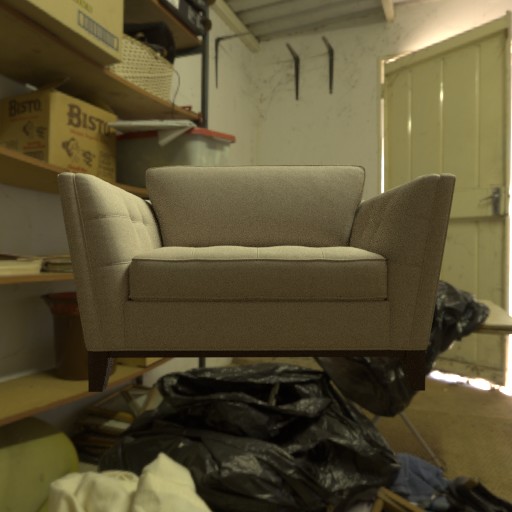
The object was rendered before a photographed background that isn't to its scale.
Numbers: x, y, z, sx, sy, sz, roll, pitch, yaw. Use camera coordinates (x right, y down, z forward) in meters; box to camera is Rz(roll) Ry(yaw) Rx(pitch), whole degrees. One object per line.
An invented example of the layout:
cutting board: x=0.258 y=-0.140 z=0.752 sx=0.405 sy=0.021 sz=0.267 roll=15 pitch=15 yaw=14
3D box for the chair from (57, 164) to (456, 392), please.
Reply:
chair: x=0.000 y=0.000 z=2.022 sx=1.397 sy=0.940 sz=0.965 roll=0 pitch=1 yaw=-1
